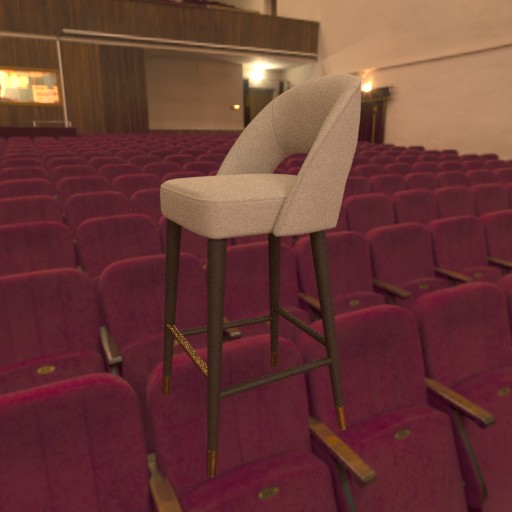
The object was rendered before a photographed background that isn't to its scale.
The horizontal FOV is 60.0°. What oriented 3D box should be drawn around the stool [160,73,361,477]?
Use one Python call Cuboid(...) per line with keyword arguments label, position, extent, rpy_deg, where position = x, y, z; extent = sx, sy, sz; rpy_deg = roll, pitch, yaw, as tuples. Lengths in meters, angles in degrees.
Cuboid(label="stool", position=(0.000, 0.000, 1.327), extent=(0.509, 1.037, 0.494), rpy_deg=(-8, 17, -26))
